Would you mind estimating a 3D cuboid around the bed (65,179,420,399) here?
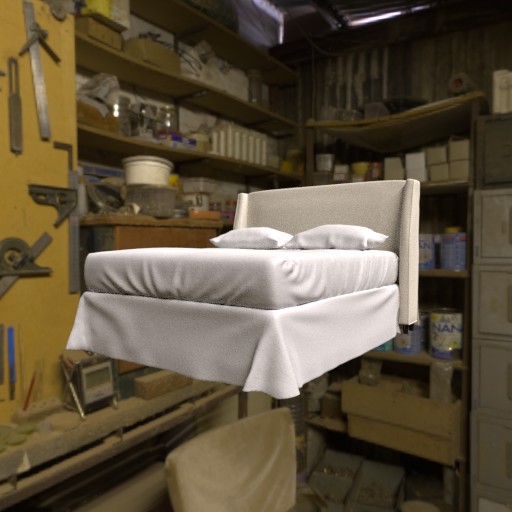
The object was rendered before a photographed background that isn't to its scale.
[{"bbox_3d":[0.000,0.000,3.511,1.925,1.332,2.276,1,2,36],"label":"bed"}]
